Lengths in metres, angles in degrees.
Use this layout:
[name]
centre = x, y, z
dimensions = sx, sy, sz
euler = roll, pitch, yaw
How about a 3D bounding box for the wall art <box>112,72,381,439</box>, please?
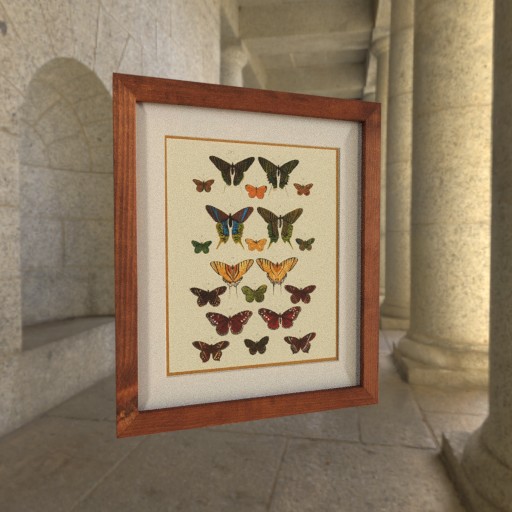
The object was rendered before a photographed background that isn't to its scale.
[wall art]
centre = 0.000, 0.000, 0.621
dimensions = 0.377, 0.449, 0.039
euler = -1, 2, -18
